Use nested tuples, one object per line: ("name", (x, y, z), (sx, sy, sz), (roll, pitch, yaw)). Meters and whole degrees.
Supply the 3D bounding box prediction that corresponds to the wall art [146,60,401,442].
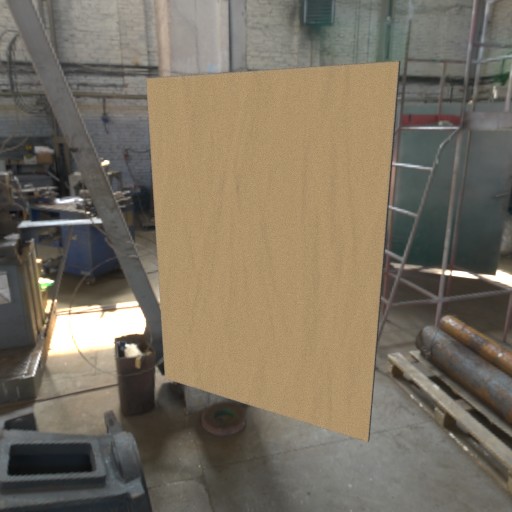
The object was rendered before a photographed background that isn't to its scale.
("wall art", (0.000, 0.000, 1.438), (0.810, 1.116, 0.016), (8, 18, 27))
